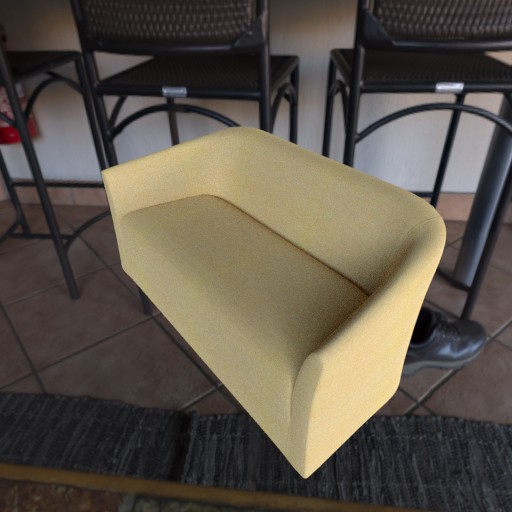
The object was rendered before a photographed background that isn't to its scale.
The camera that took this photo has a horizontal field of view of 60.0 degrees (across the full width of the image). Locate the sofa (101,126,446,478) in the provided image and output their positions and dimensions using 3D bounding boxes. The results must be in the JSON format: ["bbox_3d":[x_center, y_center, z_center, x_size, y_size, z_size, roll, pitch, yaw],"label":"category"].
[{"bbox_3d":[0.000,0.000,1.824,0.705,0.721,1.452,-22,40,-30],"label":"sofa"}]
